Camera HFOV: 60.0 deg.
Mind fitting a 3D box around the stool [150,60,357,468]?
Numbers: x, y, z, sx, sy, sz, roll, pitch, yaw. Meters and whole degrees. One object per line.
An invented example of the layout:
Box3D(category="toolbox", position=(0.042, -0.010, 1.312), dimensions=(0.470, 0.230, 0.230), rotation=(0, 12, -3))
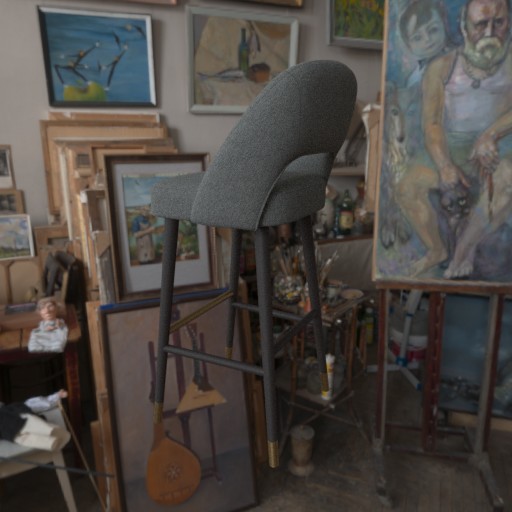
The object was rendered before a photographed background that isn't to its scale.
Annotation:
Box3D(category="stool", position=(0.000, 0.000, 1.385), dimensions=(0.524, 1.089, 0.536), rotation=(8, 18, 27))
